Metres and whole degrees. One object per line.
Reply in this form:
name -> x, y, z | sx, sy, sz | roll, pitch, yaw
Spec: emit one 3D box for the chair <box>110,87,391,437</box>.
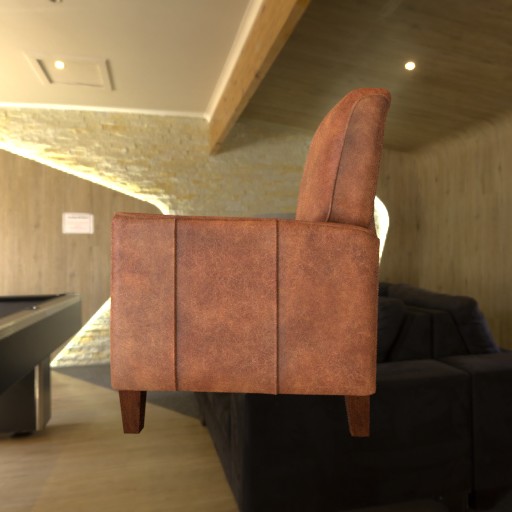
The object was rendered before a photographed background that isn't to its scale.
chair -> 0.000, 0.000, 1.643 | 0.836, 1.043, 0.843 | 0, -1, 2
